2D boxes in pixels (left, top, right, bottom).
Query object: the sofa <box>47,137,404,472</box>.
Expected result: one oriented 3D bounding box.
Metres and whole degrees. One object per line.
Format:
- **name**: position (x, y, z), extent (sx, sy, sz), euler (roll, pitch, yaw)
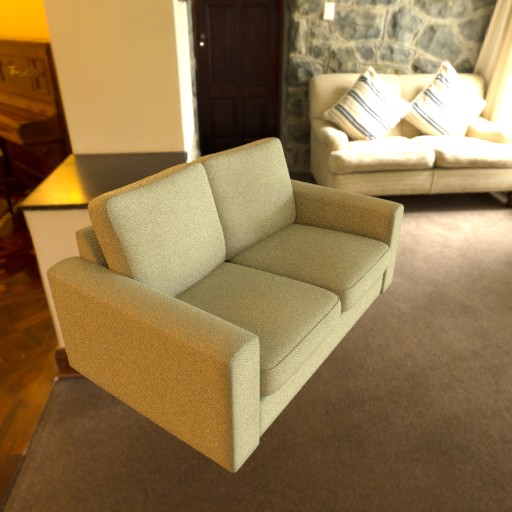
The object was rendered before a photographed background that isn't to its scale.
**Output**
- **sofa**: position (0.000, 0.000, 2.221), extent (1.016, 0.873, 1.616), euler (18, 33, 30)
